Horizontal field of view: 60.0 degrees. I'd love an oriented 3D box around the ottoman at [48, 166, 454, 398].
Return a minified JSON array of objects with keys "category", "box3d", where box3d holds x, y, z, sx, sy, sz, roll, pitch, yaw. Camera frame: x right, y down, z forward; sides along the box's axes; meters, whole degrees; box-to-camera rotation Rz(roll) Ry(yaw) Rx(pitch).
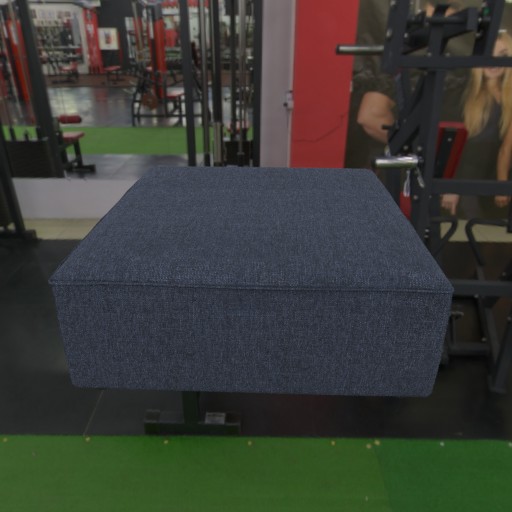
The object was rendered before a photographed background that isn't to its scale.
[{"category":"ottoman","box3d":[0.000,0.000,1.590,1.023,0.423,1.017,1,27,3]}]
